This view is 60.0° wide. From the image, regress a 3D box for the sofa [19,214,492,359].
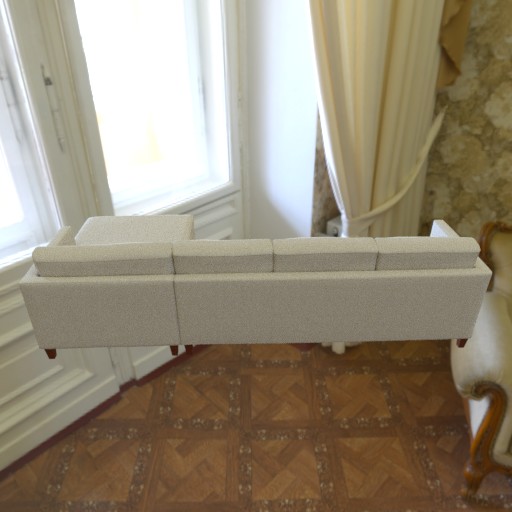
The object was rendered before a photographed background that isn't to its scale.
[{"bbox_3d":[0.000,0.000,4.011,3.471,0.954,1.599,-1,30,-2],"label":"sofa"}]
